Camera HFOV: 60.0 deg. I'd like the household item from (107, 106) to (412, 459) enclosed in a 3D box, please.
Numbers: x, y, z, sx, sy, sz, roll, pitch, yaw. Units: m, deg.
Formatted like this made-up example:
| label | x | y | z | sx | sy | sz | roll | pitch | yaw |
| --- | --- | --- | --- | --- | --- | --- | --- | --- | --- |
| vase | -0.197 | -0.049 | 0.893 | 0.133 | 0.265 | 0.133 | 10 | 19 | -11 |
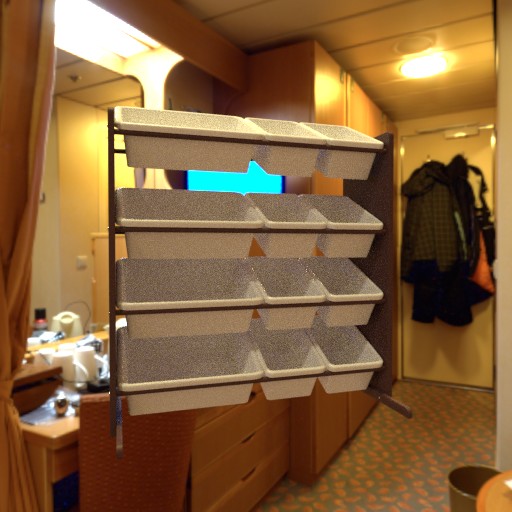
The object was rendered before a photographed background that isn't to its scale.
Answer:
| label | x | y | z | sx | sy | sz | roll | pitch | yaw |
| --- | --- | --- | --- | --- | --- | --- | --- | --- | --- |
| household item | 0.000 | 0.000 | 1.245 | 0.787 | 0.864 | 0.389 | 0 | 1 | -17 |
